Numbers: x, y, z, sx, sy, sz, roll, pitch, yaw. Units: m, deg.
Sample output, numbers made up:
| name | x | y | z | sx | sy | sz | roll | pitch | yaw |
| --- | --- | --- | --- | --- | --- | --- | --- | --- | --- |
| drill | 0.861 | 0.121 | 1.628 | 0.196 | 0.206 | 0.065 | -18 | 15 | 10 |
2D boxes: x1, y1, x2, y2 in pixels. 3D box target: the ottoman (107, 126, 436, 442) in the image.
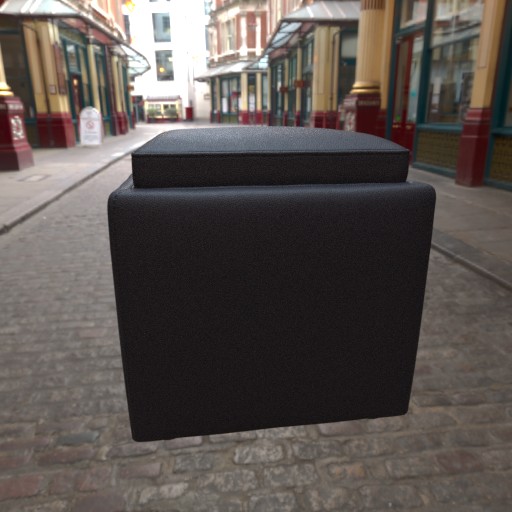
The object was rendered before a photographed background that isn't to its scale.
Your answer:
| name | x | y | z | sx | sy | sz | roll | pitch | yaw |
| --- | --- | --- | --- | --- | --- | --- | --- | --- | --- |
| ottoman | 0.000 | 0.000 | 0.823 | 0.450 | 0.460 | 0.451 | -3 | 18 | -8 |
